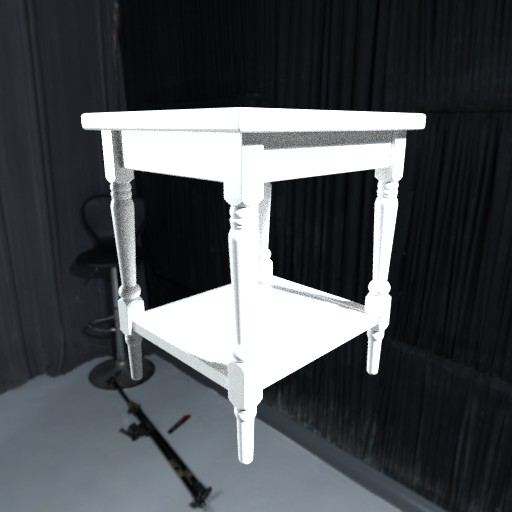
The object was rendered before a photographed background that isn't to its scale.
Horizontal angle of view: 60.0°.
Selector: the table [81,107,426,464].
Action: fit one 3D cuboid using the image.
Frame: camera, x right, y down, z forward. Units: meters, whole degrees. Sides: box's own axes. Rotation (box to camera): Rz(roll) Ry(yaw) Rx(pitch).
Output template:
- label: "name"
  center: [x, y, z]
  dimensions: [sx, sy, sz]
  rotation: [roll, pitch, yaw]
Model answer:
- label: "table"
  center: [0.000, 0.000, 0.923]
  dimensions: [0.488, 0.565, 0.442]
  rotation: [-16, 23, -42]
